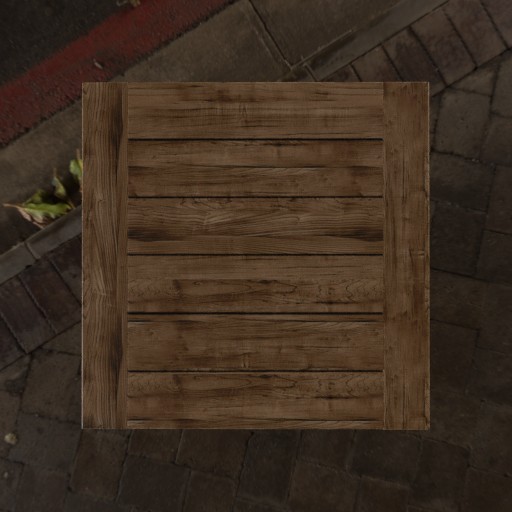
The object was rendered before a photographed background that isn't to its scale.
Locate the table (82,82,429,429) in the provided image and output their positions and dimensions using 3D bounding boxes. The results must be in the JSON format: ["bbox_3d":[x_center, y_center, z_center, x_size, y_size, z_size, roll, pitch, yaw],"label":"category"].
[{"bbox_3d":[0.000,0.000,1.006,0.610,0.457,0.610,0,90,0],"label":"table"}]
